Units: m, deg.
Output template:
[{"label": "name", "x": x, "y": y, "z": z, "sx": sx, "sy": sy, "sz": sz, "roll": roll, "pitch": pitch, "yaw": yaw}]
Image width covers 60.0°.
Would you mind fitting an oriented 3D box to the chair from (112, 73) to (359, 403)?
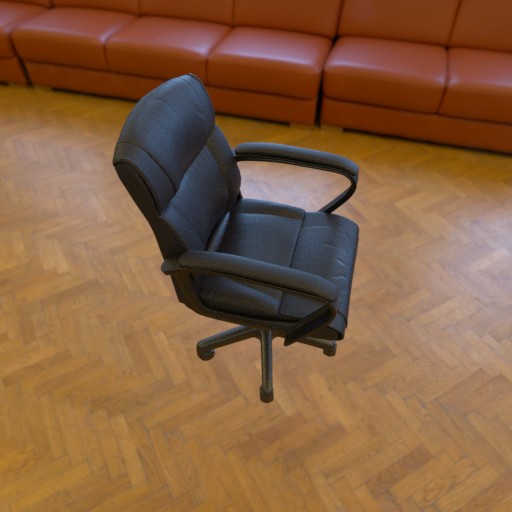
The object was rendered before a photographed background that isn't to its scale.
[{"label": "chair", "x": 0.000, "y": 0.000, "z": 1.433, "sx": 0.641, "sy": 0.998, "sz": 0.576, "roll": 11, "pitch": 48, "yaw": 10}]
